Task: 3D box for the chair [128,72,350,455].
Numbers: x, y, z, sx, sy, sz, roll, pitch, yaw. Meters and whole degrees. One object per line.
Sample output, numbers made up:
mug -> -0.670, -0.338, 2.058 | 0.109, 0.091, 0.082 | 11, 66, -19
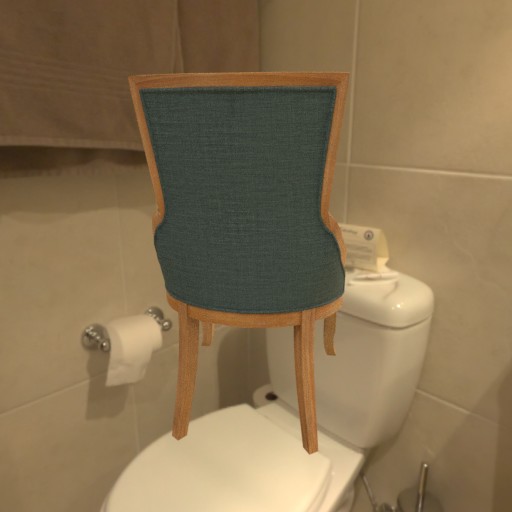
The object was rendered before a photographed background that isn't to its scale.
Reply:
chair -> 0.000, 0.000, 1.303 | 0.524, 0.947, 0.641 | 3, 17, 8
